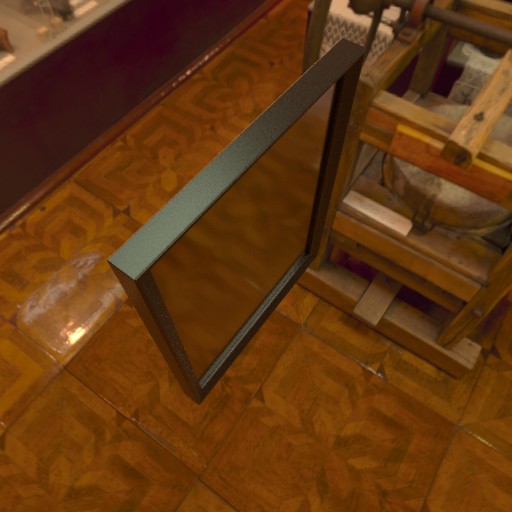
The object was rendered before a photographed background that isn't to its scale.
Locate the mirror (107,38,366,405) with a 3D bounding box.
[{"bbox_3d":[0.000,0.000,0.694,0.041,0.509,0.406,33,65,18],"label":"mirror"}]
